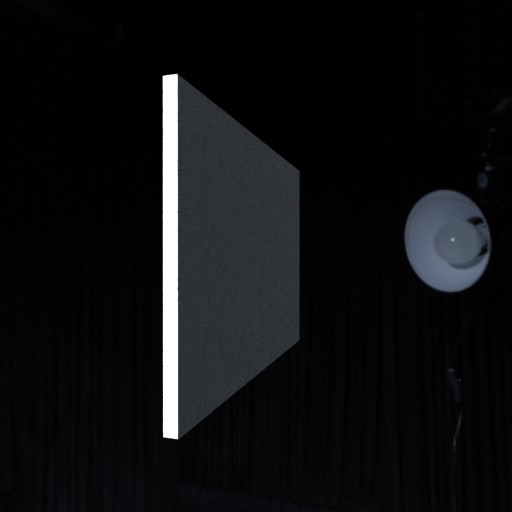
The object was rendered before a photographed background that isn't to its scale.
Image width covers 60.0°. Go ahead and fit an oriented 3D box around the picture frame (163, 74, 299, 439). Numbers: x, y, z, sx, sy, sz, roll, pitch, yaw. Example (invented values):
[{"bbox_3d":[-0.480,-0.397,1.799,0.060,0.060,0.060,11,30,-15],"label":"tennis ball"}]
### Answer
[{"bbox_3d":[0.000,0.000,1.232,0.029,0.640,0.950,0,0,18],"label":"picture frame"}]
